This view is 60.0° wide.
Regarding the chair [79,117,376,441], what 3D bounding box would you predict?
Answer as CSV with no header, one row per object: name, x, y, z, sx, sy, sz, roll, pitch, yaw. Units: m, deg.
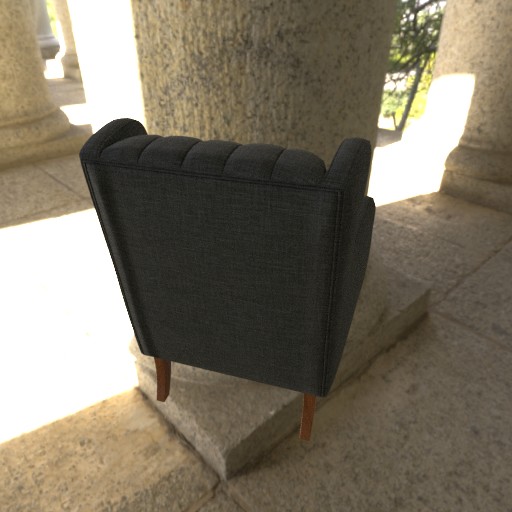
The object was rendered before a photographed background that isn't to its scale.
chair,0.000,0.000,1.470,0.711,0.953,0.775,9,33,15
